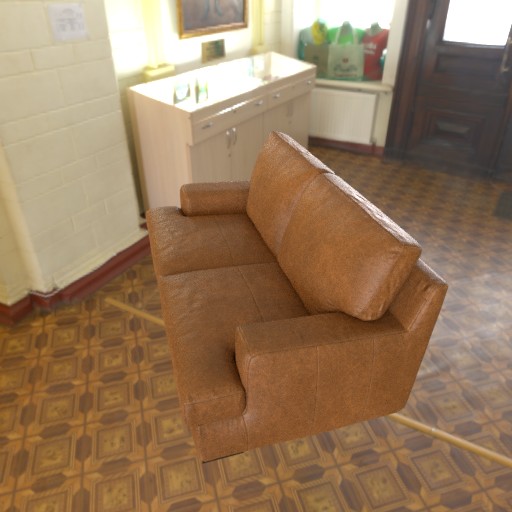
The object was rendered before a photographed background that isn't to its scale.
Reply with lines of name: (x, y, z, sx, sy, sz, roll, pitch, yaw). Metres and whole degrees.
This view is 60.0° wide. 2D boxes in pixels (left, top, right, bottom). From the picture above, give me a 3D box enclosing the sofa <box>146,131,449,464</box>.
sofa: (0.000, 0.000, 2.557, 1.144, 0.966, 1.880, -9, 33, -14)
